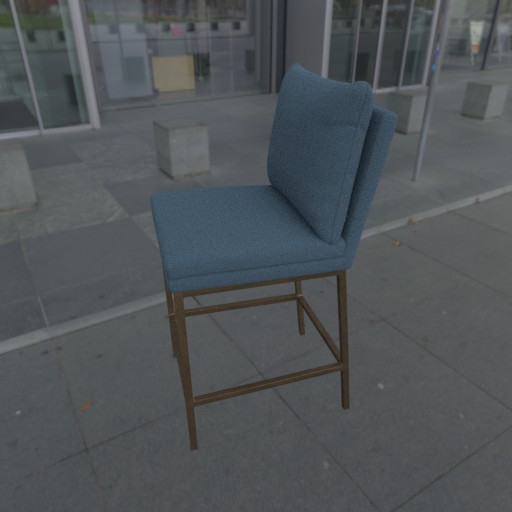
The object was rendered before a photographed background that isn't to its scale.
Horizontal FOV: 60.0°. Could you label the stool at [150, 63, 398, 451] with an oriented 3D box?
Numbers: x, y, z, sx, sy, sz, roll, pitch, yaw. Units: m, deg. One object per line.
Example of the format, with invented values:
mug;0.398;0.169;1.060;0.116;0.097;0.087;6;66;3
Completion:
stool;0.000;0.000;1.340;0.568;1.032;0.463;-8;31;-14
